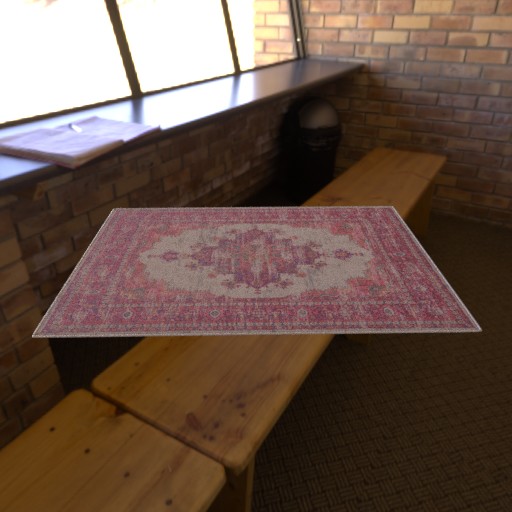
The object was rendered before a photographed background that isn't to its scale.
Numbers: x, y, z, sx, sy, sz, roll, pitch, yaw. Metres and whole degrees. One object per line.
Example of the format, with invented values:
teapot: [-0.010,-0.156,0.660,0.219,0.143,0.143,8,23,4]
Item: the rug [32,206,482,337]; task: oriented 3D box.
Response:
rug: [0.000,0.000,3.690,2.878,0.014,2.005,-1,30,-1]
